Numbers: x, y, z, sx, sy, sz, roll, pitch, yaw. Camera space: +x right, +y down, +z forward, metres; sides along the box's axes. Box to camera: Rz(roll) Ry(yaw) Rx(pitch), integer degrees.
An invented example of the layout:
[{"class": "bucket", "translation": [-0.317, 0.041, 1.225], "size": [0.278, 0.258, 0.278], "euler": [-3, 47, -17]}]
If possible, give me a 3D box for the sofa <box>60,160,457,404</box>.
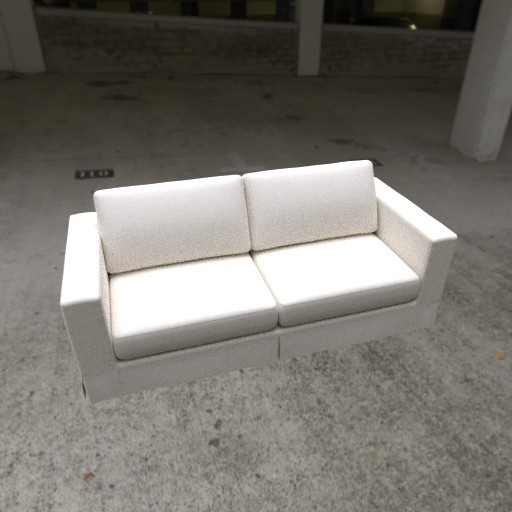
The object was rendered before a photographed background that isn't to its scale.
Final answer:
[{"class": "sofa", "translation": [0.000, 0.000, 2.742], "size": [2.163, 0.881, 0.954], "euler": [-9, 33, -14]}]
